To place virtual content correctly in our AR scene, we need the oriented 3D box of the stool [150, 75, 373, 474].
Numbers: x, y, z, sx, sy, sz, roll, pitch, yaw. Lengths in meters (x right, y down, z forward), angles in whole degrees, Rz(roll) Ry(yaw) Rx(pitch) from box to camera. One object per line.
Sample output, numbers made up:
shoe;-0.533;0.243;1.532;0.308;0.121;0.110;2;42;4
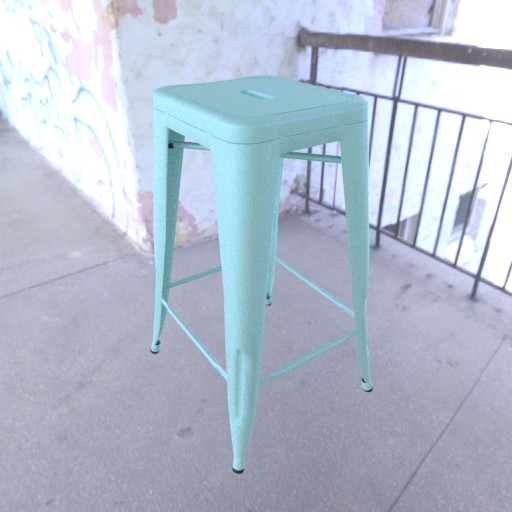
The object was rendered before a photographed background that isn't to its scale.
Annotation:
stool;0.000;0.000;0.865;0.359;0.609;0.399;-20;36;-29
